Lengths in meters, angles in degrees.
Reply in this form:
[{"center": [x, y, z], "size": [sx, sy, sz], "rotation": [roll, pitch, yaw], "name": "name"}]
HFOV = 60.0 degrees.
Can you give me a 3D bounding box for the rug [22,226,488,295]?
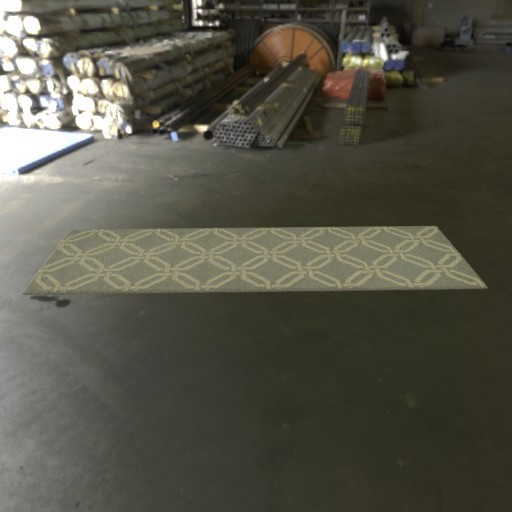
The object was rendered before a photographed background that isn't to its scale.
[{"center": [0.000, 0.000, 2.456], "size": [2.276, 0.014, 0.678], "rotation": [-1, 30, -1], "name": "rug"}]
